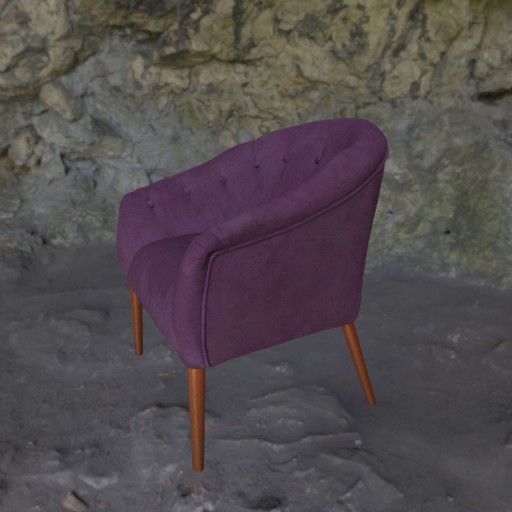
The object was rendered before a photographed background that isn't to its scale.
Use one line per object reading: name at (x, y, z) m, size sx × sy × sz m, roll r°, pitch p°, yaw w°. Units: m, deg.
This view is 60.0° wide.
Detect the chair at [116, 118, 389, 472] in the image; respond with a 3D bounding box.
chair at (0.000, 0.000, 1.471) m, size 0.776 × 0.885 × 0.851 m, roll -8°, pitch 17°, yaw -26°
